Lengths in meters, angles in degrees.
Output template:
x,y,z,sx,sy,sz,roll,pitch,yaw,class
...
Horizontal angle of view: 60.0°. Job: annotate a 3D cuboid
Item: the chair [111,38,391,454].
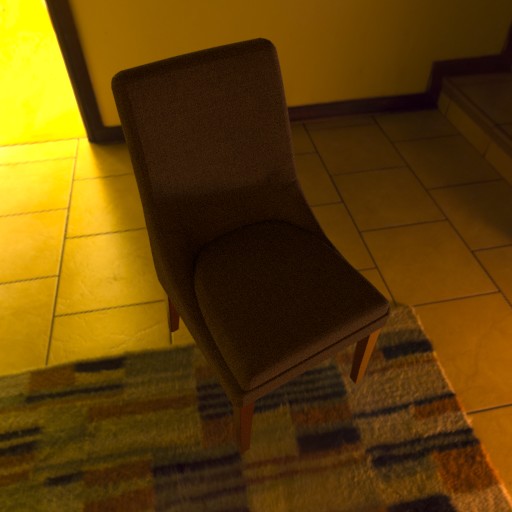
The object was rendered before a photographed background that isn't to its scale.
x,y,z,sx,sy,sz,roll,pitch,yaw,class
0.000,0.000,1.290,0.508,0.952,0.655,-24,51,-21,chair
